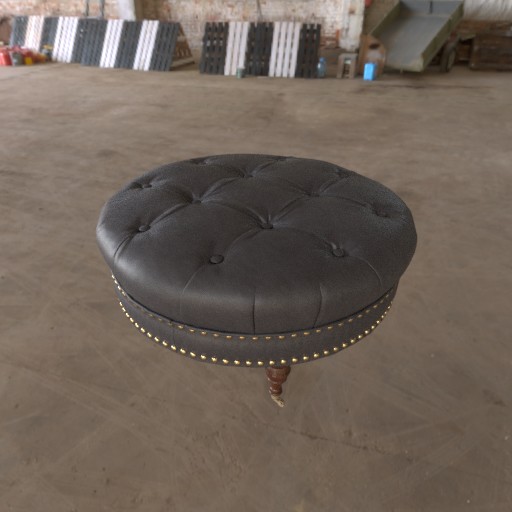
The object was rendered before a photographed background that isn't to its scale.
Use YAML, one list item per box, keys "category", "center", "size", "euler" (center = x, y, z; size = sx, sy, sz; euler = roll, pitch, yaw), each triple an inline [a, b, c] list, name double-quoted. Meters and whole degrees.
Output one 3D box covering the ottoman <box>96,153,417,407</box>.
- category: "ottoman"
  center: [0.000, 0.000, 1.372]
  size: [0.901, 0.439, 0.901]
  euler: [0, 32, 0]
